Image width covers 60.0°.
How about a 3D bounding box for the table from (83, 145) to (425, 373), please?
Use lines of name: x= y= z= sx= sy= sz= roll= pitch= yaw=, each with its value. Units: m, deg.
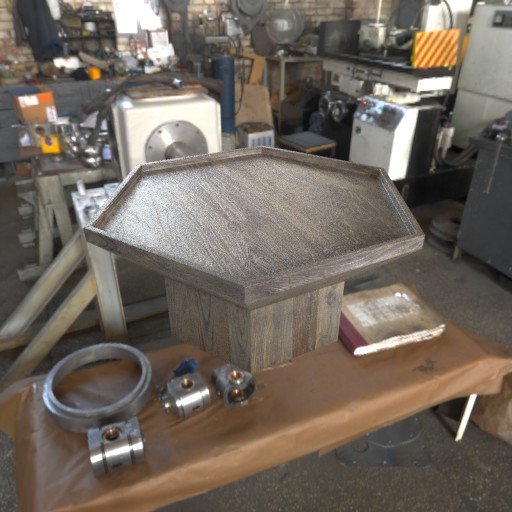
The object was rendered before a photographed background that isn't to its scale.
table: x=0.000 y=0.000 z=1.613 sx=1.115 sy=0.488 sz=0.966 roll=18 pitch=35 yaw=28
